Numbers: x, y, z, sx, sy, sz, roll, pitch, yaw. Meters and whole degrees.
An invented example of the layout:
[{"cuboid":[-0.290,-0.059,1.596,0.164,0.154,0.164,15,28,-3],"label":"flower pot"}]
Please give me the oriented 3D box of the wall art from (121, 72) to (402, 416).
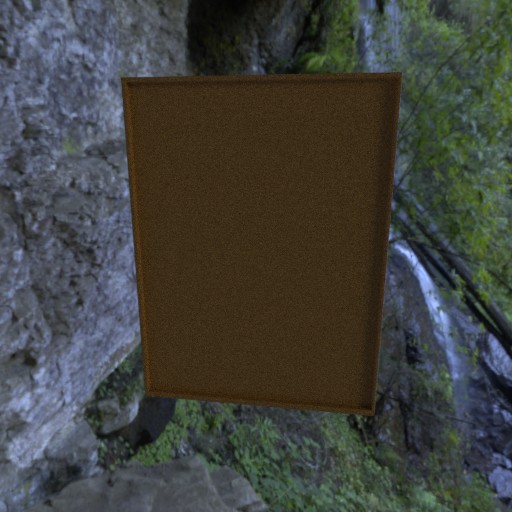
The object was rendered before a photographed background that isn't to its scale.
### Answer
[{"cuboid":[0.000,0.000,1.336,0.762,1.015,0.031,2,16,8],"label":"wall art"}]
